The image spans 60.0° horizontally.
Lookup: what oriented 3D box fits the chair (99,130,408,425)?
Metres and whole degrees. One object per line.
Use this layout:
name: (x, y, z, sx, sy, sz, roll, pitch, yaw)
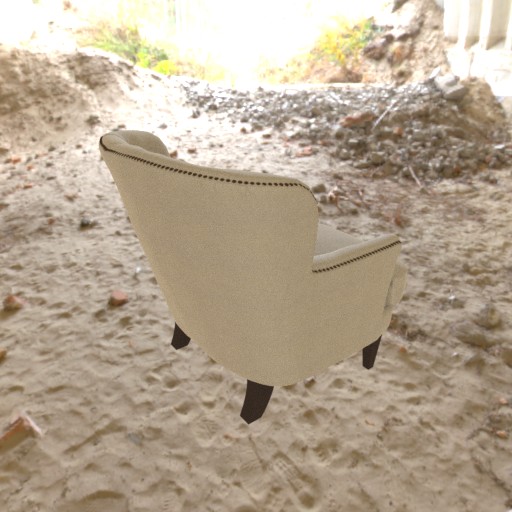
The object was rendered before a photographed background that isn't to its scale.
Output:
chair: (0.000, 0.000, 1.558, 0.906, 0.868, 0.848, -18, 30, -33)
